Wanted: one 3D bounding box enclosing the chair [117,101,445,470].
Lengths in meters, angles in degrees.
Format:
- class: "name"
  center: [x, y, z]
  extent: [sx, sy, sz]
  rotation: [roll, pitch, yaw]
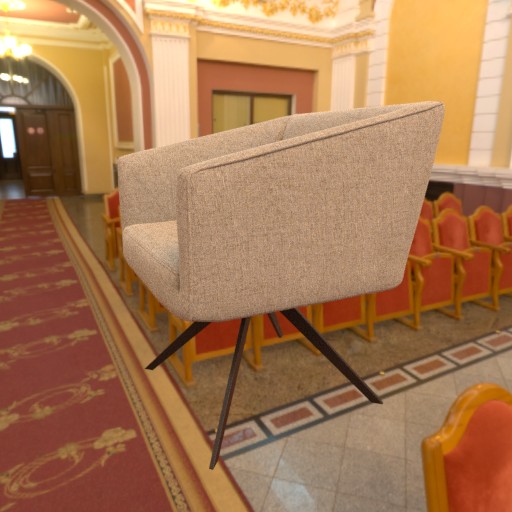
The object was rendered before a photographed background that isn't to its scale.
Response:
- class: "chair"
  center: [0.000, 0.000, 1.175]
  extent: [0.623, 0.760, 0.628]
  rotation: [-7, 16, -26]
